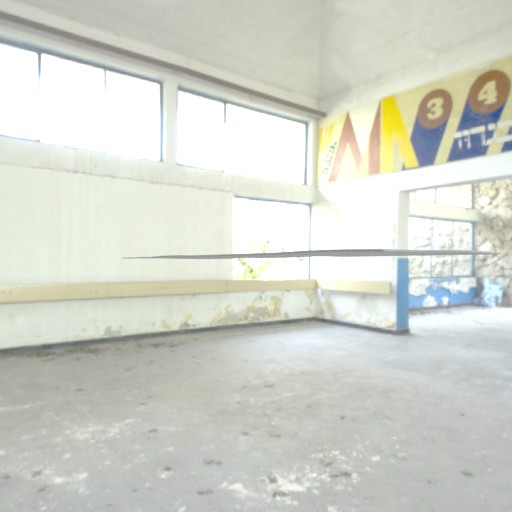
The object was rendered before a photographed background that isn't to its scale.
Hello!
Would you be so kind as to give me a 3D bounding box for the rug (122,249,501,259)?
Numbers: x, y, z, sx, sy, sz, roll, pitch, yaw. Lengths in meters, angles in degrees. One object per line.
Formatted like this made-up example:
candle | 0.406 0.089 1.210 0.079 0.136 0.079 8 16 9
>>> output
rug | 0.000 0.000 2.611 0.762 0.013 2.439 1 -1 -36
